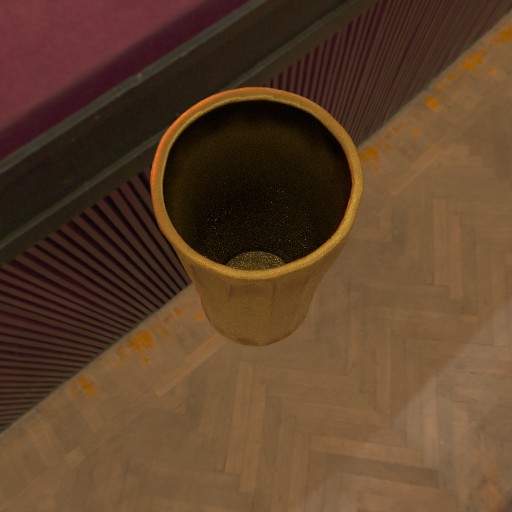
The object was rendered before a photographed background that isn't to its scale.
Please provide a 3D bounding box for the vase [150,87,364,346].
[{"bbox_3d":[0.000,0.000,0.176,0.061,0.143,0.061,0,74,0],"label":"vase"}]
